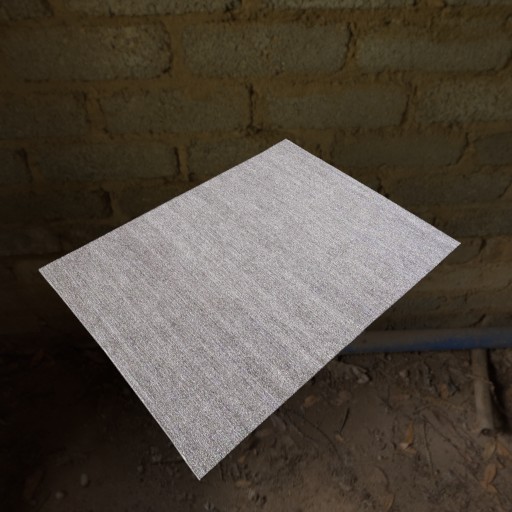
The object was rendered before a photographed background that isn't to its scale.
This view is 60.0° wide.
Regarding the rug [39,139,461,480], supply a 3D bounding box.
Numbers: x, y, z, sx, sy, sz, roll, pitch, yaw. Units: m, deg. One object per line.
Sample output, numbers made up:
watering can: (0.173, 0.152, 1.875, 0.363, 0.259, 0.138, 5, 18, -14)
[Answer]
rug: (0.000, 0.000, 4.189, 3.202, 0.045, 2.434, -34, 56, -27)
